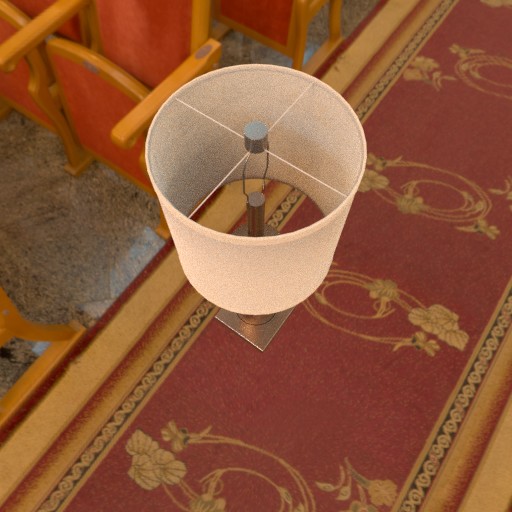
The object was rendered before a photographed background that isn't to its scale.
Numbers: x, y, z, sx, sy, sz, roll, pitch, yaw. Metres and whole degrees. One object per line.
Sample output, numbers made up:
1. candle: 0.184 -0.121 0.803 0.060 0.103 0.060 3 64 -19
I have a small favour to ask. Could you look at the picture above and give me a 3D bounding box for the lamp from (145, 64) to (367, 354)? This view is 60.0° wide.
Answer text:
1. lamp: 0.000 0.000 0.620 0.202 0.509 0.202 33 69 15
